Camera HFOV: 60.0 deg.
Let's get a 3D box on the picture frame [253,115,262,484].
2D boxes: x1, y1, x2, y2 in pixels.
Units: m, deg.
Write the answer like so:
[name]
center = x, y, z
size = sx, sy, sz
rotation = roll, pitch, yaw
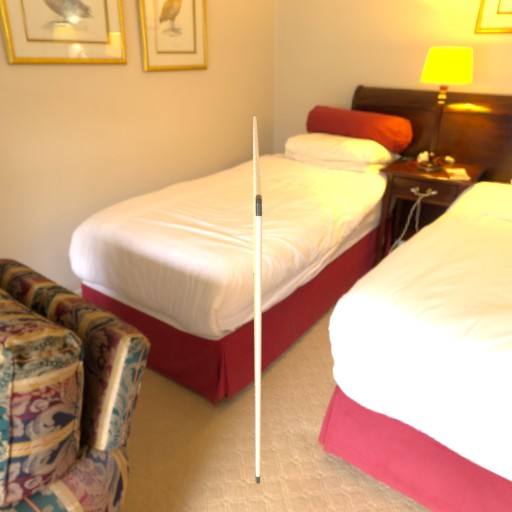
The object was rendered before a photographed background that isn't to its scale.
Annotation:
[picture frame]
center = 0.000, 0.000, 1.172
size = 0.010, 0.600, 0.900
rotation = 0, 25, 0
